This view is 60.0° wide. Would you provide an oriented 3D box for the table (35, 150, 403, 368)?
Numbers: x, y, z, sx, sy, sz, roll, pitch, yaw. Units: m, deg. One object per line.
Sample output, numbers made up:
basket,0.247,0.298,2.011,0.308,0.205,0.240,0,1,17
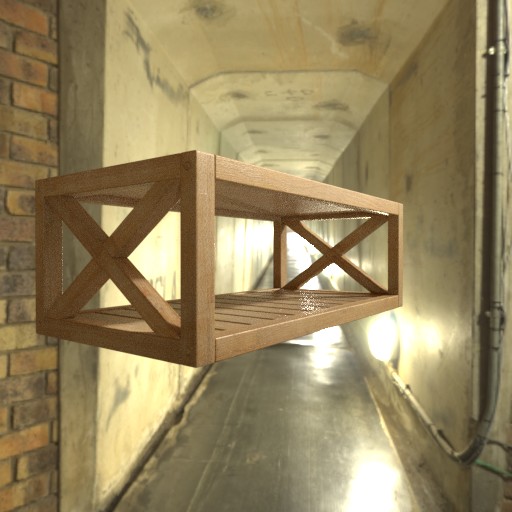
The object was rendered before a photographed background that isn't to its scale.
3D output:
table,0.000,0.000,1.642,0.660,0.457,1.321,0,1,37
